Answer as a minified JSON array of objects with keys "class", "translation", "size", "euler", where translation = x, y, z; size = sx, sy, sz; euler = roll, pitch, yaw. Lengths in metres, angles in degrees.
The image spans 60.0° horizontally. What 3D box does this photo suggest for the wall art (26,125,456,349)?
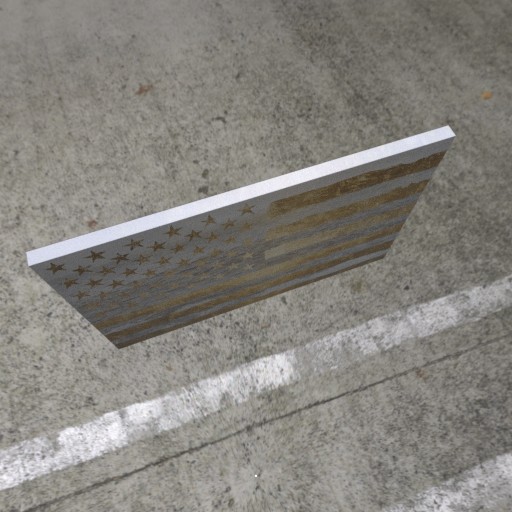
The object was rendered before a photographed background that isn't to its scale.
[{"class":"wall art","translation":[0.000,0.000,1.470],"size":[1.145,0.762,0.041],"euler":[-18,65,-9]}]
